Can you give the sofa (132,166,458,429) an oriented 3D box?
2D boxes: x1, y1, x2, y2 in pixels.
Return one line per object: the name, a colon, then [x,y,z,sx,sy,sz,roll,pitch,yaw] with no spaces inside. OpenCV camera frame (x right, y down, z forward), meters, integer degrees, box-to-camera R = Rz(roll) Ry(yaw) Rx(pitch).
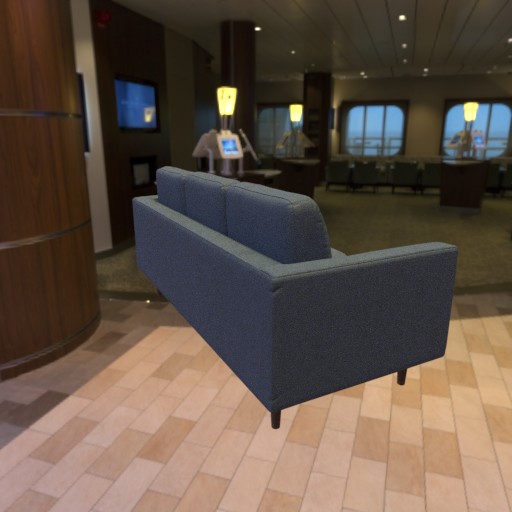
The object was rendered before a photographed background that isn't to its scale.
sofa: [0.000,0.000,2.560,0.935,0.945,2.013,-8,18,-27]
